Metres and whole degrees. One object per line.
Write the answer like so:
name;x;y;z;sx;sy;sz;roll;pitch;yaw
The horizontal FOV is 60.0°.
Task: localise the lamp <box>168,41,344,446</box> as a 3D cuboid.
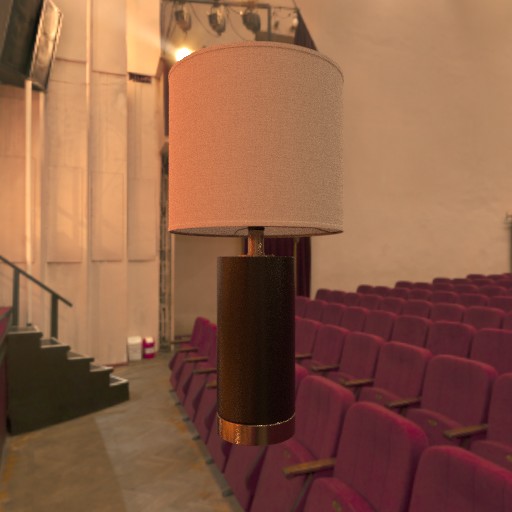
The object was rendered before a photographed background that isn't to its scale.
lamp;0.000;0.000;0.617;0.241;0.482;0.240;0;-1;-19
